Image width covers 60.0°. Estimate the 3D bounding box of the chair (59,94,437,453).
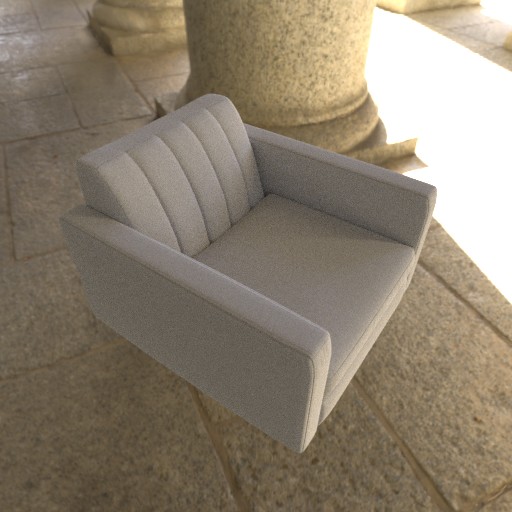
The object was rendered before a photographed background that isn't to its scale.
[{"bbox_3d":[0.000,0.000,1.662,0.998,0.819,0.953,25,48,25],"label":"chair"}]
